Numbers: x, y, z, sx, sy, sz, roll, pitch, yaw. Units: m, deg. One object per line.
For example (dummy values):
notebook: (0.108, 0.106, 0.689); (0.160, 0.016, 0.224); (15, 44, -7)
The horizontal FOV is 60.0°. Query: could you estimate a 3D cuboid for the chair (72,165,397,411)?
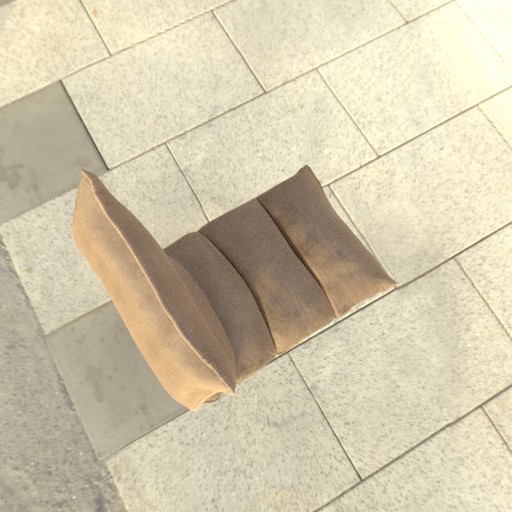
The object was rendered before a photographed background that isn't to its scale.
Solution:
chair: (0.000, 0.000, 1.592); (0.985, 0.892, 0.714); (-31, 78, -8)
